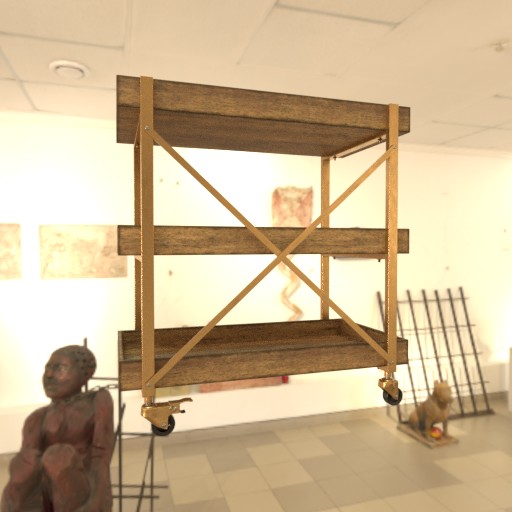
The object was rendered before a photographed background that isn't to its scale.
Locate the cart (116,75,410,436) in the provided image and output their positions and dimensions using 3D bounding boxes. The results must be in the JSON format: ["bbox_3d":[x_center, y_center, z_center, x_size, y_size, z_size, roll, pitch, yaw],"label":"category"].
[{"bbox_3d":[0.000,0.000,1.256,0.750,0.799,0.416,0,1,-18],"label":"cart"}]
